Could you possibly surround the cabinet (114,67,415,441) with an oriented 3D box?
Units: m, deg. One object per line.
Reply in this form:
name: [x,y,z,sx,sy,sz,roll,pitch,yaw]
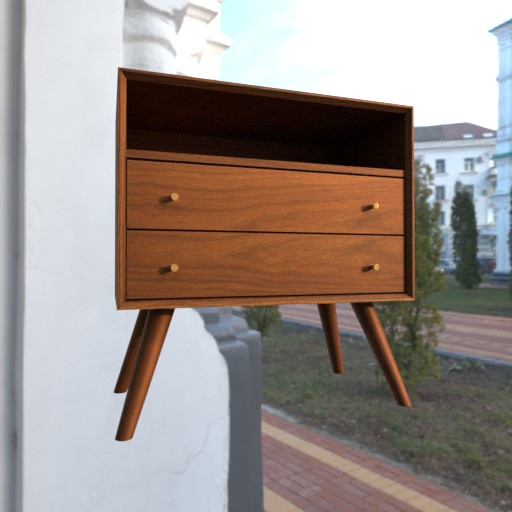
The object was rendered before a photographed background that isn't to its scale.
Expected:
cabinet: [0.000,0.000,1.172,0.712,0.748,0.388,0,-1,-18]
